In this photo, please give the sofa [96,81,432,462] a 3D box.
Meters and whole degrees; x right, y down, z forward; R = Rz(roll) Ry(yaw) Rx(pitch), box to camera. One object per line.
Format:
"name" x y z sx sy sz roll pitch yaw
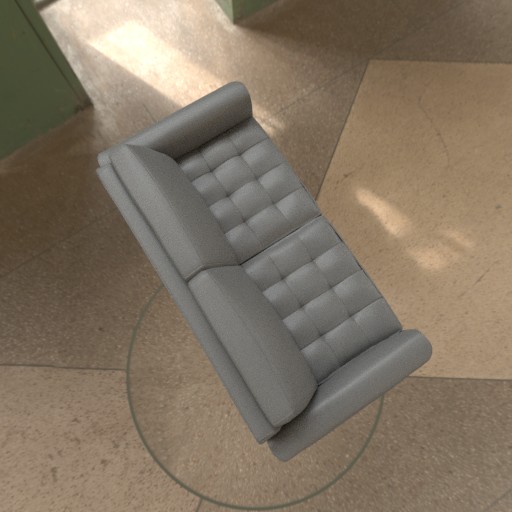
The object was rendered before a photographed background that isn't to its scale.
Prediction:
"sofa" 0.000 0.000 2.789 1.121 0.930 2.177 -32 78 -8
